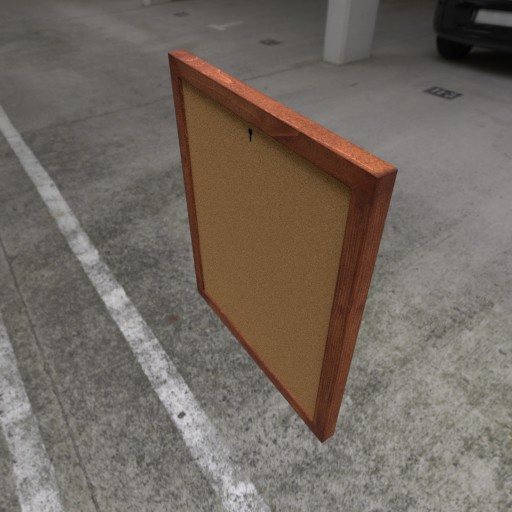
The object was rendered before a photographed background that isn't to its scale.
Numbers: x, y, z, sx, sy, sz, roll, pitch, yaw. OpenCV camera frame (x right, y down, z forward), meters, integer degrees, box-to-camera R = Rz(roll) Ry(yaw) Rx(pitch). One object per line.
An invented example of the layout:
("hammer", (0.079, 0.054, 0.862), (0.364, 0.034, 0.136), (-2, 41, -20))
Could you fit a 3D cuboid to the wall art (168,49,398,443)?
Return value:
("wall art", (0.000, 0.000, 0.766), (0.030, 0.558, 0.462), (-25, 47, -25))
